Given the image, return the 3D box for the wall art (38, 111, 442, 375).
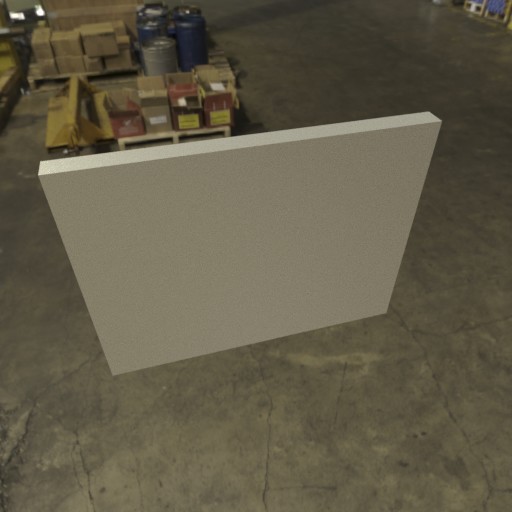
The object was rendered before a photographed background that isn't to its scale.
[{"bbox_3d":[0.000,0.000,1.412,1.056,0.801,0.066,-11,42,-12],"label":"wall art"}]
